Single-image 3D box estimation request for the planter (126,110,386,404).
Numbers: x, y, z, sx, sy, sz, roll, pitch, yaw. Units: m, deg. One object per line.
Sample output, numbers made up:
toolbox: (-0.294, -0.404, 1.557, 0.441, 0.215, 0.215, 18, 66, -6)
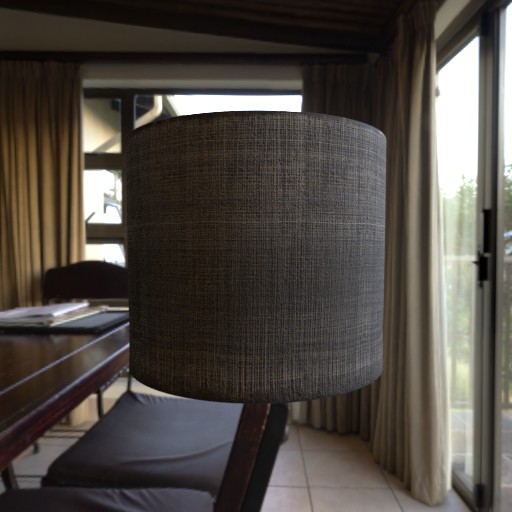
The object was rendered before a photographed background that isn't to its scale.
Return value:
planter: (0.000, 0.000, 0.454, 0.254, 0.221, 0.254, 0, 2, 0)
